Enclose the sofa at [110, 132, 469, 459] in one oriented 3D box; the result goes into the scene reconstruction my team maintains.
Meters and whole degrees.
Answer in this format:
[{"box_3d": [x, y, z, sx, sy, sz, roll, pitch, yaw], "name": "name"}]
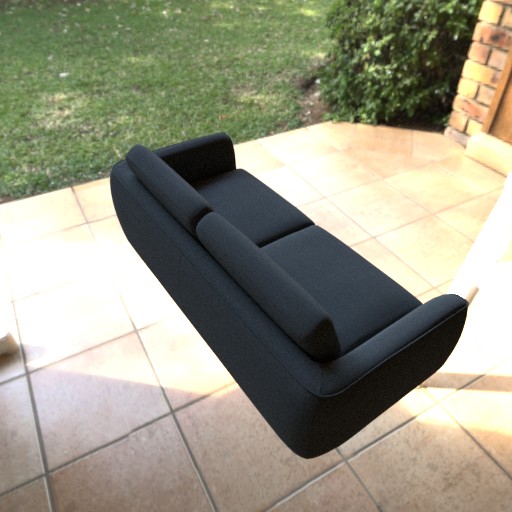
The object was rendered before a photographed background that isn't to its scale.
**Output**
[{"box_3d": [0.000, 0.000, 2.399, 0.920, 0.850, 2.000, -25, 47, -26], "name": "sofa"}]
